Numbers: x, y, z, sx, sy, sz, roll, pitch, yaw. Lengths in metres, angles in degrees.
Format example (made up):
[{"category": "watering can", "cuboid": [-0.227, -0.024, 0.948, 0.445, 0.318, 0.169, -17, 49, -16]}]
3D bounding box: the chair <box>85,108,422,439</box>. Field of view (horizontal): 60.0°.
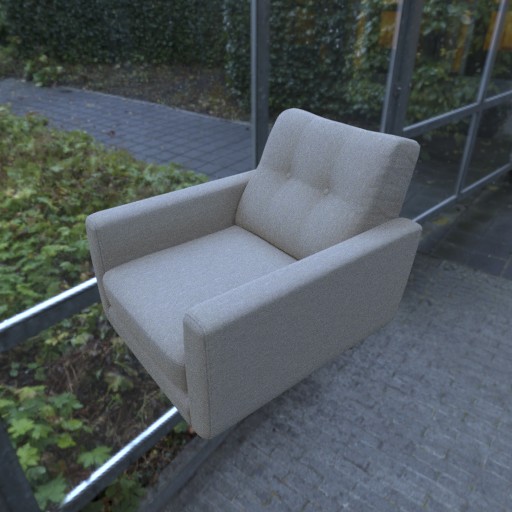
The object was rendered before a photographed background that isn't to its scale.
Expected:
[{"category": "chair", "cuboid": [0.000, 0.000, 1.839, 1.128, 0.965, 0.897, -22, 38, -32]}]
